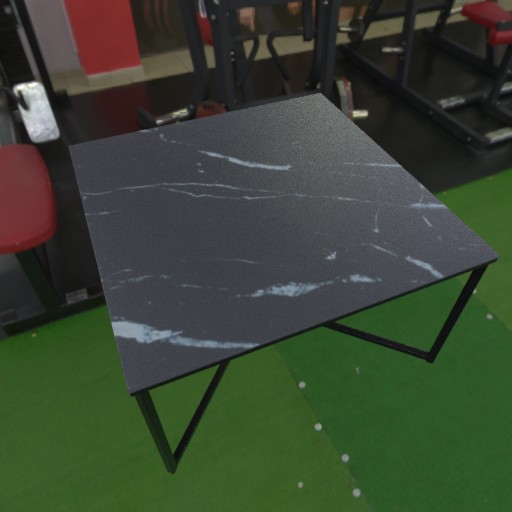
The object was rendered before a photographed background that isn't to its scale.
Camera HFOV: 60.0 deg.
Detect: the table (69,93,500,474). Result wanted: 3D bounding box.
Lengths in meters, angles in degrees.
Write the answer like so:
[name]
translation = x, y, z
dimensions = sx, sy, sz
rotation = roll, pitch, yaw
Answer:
[table]
translation = 0.000, 0.000, 1.258
dimensions = 0.800, 0.450, 0.800
rotation = -17, 49, -16
